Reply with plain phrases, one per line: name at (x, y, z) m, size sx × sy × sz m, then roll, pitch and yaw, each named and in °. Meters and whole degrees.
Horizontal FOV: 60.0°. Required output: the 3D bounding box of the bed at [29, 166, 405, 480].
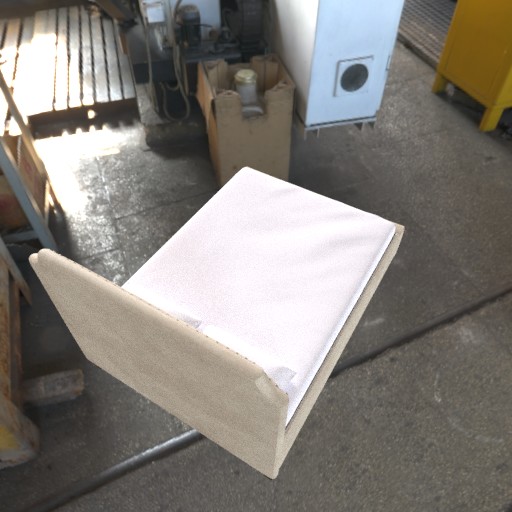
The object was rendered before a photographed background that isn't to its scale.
bed at (0.000, 0.000, 3.372) m, size 1.712 × 1.443 × 2.372 m, roll 25°, pitch 53°, yaw 20°
